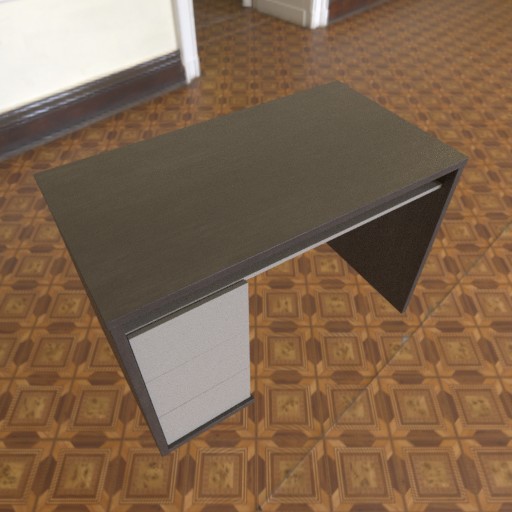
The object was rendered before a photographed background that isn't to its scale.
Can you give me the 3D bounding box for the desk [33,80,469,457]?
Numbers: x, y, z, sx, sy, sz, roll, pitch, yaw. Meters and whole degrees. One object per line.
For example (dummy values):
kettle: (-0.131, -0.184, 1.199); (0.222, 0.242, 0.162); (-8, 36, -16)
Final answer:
desk: (0.000, 0.000, 1.540); (1.100, 0.750, 0.600); (-25, 51, -22)
